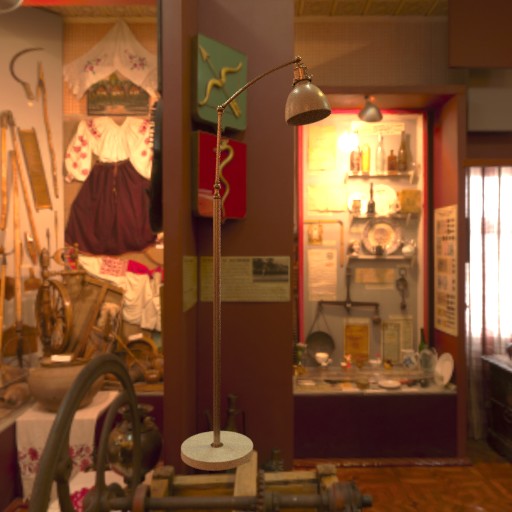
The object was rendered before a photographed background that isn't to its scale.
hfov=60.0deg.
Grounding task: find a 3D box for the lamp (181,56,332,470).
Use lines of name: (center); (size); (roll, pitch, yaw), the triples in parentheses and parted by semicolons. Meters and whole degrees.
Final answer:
lamp: (0.000, 0.000, 1.773); (0.599, 1.586, 0.288); (0, 0, 2)
